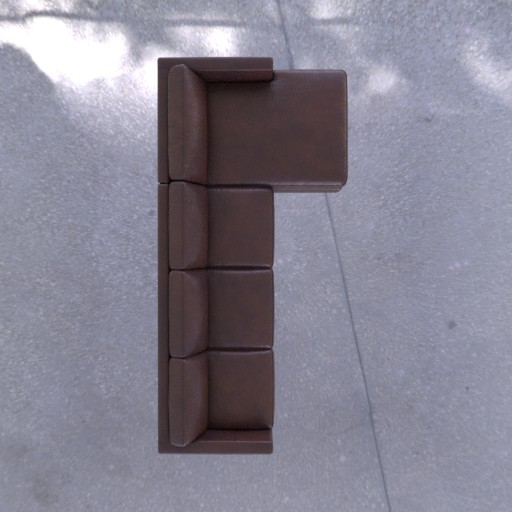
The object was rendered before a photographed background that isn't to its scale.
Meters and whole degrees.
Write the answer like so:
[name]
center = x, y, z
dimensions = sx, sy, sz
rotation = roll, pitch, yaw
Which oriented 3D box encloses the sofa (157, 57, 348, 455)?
[sofa]
center = 0.000, 0.000, 3.851
dimensions = 1.581, 0.883, 3.203
rotation = 0, 90, 1
